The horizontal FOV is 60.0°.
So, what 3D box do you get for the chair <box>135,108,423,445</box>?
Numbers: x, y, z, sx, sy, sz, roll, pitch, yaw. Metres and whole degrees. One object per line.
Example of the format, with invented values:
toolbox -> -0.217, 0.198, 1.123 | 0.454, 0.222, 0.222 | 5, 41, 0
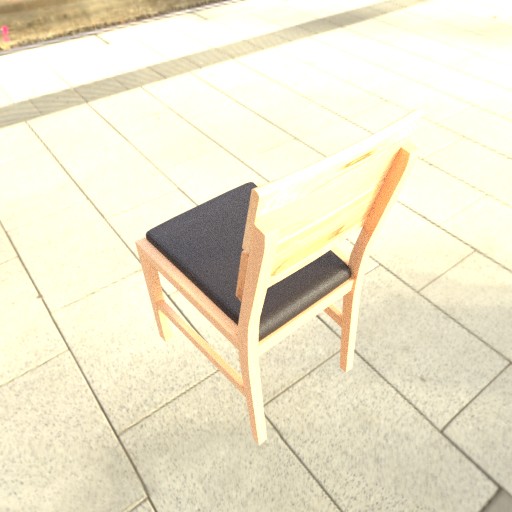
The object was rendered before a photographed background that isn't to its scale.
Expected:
chair -> 0.000, 0.000, 1.260 | 0.475, 0.950, 0.560 | -30, 52, -27
